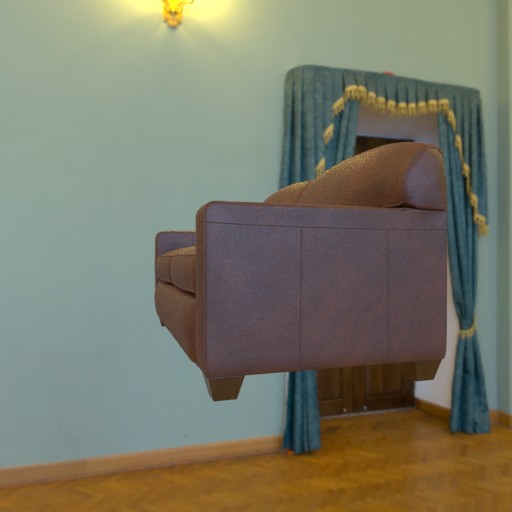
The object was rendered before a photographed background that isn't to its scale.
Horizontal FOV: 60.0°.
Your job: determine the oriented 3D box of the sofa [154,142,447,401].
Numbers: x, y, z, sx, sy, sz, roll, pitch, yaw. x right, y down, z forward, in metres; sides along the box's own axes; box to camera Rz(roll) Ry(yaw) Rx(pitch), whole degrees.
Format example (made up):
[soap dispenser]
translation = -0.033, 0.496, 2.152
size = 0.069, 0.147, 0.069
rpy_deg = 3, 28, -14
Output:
[sofa]
translation = 0.000, 0.000, 2.420
size = 1.000, 0.966, 1.856
rpy_deg = 0, 0, -18
